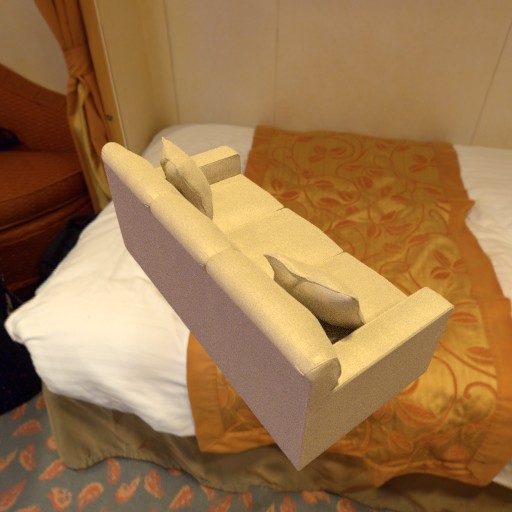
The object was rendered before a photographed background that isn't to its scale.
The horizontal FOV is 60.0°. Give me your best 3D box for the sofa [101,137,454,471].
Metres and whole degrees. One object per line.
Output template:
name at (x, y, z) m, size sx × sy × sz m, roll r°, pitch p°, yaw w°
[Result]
sofa at (0.000, 0.000, 2.641) m, size 0.997 × 0.958 × 2.024 m, roll -26°, pitch 47°, yaw -26°
